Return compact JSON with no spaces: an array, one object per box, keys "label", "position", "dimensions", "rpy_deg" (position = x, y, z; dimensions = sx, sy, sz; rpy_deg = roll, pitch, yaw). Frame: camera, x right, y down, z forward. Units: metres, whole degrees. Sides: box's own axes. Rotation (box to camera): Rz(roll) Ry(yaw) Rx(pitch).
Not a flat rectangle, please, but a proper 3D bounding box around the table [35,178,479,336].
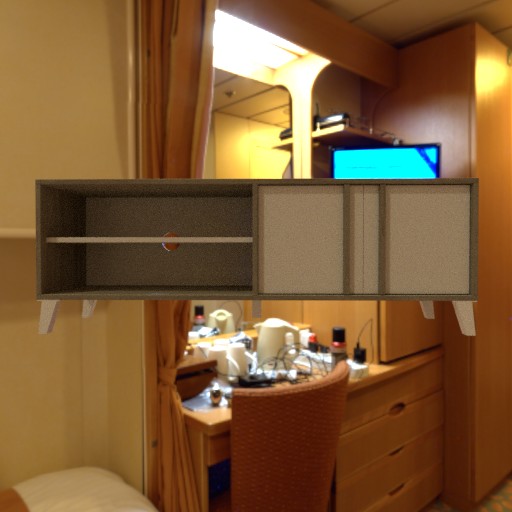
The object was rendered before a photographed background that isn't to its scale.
[{"label":"table","position":[0.000,0.000,1.702],"dimensions":[1.500,0.530,0.400],"rpy_deg":[0,1,1]}]
